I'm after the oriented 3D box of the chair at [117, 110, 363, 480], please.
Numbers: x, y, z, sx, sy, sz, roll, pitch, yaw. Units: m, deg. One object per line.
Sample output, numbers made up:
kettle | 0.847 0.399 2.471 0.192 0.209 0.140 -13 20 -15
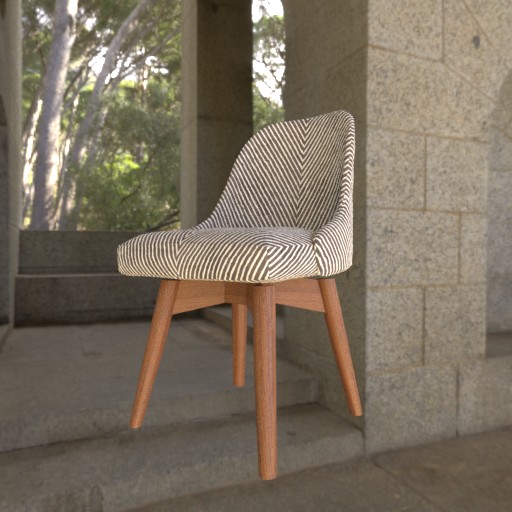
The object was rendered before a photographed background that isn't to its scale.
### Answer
chair | 0.000 0.000 1.214 0.504 0.883 0.591 1 1 37
